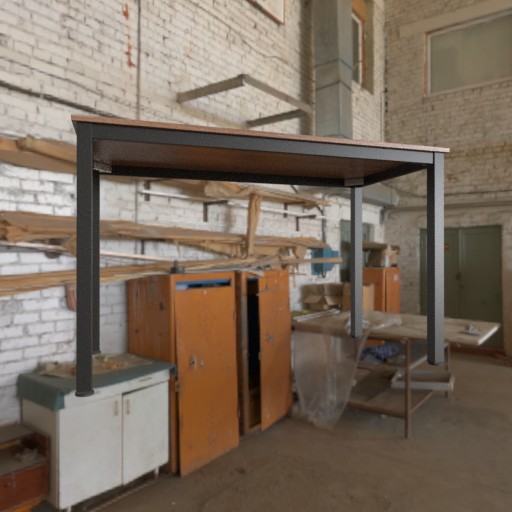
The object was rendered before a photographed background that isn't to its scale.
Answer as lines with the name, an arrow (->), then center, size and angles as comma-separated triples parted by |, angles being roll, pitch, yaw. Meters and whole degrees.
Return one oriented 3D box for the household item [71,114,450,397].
household item -> 0.000, 0.000, 1.622 | 1.200, 0.750, 0.600 | 0, 0, -17
